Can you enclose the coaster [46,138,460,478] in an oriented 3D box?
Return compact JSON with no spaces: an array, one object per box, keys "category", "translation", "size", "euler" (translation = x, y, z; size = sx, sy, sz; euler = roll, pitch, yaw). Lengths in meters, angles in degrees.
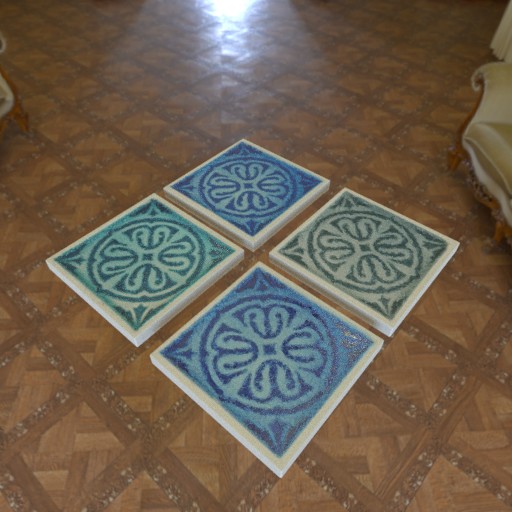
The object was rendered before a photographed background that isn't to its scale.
[{"category":"coaster","translation":[0.000,0.000,0.329],"size":[0.219,0.010,0.214],"euler":[32,55,27]}]
